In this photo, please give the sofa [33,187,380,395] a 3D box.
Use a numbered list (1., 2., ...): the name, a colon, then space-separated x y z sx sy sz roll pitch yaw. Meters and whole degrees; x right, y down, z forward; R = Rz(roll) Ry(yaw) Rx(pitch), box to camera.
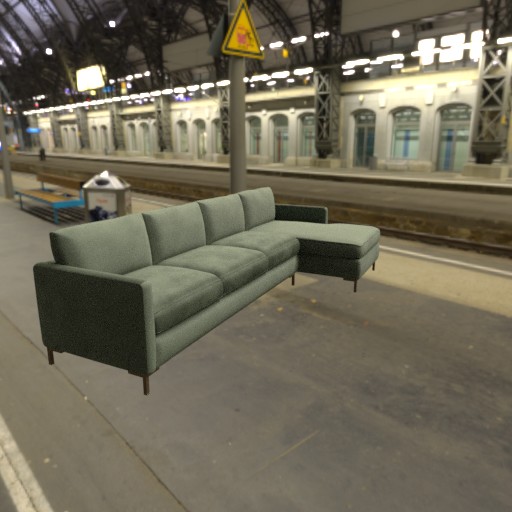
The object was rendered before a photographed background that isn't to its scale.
1. sofa: 0.000 0.000 3.216 1.255 0.756 2.725 7 16 26
